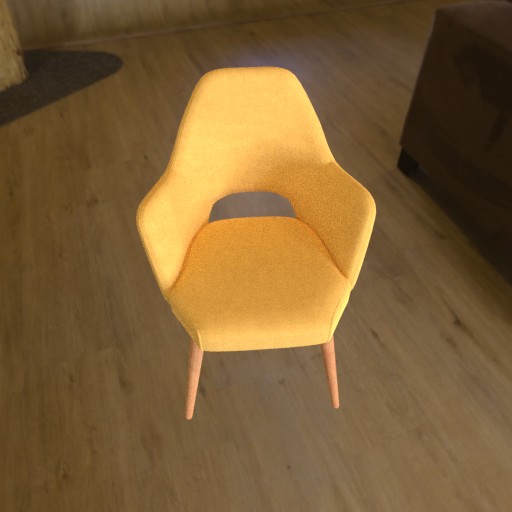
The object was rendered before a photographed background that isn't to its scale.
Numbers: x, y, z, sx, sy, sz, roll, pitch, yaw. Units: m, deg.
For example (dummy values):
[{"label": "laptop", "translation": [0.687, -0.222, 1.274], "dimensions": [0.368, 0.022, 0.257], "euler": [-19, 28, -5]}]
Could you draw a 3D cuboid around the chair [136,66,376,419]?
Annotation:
[{"label": "chair", "translation": [0.000, 0.000, 1.270], "dimensions": [0.590, 0.840, 0.610], "euler": [-3, 46, -3]}]
